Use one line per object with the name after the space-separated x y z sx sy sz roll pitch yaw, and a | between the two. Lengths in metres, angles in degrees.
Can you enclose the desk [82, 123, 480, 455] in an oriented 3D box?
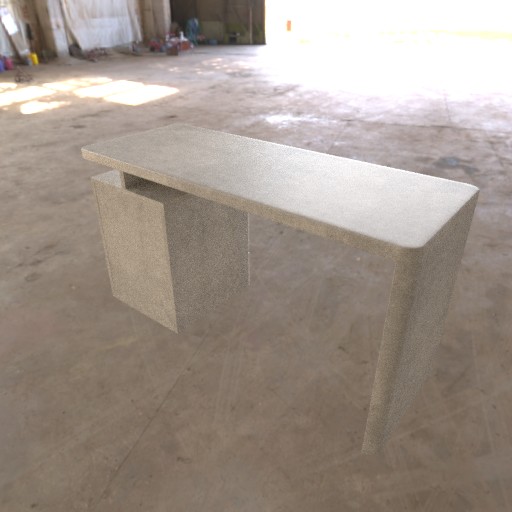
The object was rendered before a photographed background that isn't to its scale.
0.000 0.000 1.780 1.400 0.755 0.550 21 36 33 | desk
